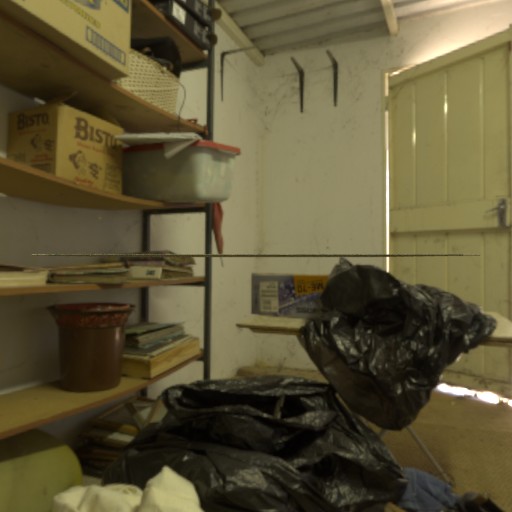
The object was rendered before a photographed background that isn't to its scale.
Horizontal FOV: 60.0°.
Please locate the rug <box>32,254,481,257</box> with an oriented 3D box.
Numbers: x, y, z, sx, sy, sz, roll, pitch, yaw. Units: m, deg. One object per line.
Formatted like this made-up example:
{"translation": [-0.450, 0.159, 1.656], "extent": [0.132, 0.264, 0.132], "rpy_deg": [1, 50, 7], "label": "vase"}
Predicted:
{"translation": [0.000, 0.000, 3.566], "extent": [2.651, 0.010, 1.971], "rpy_deg": [0, 0, 0], "label": "rug"}
